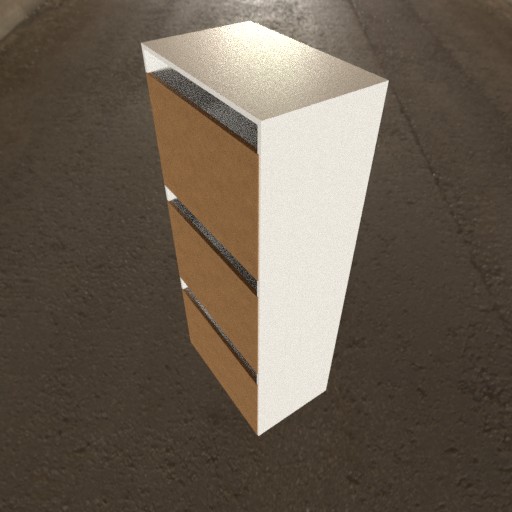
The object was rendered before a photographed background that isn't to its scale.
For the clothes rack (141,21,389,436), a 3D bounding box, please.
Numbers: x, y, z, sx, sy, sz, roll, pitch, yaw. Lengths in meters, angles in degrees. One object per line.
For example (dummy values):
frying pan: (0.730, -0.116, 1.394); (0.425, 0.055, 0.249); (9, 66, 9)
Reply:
clothes rack: (0.000, 0.000, 1.385); (0.330, 1.187, 0.500); (-25, 49, -25)
